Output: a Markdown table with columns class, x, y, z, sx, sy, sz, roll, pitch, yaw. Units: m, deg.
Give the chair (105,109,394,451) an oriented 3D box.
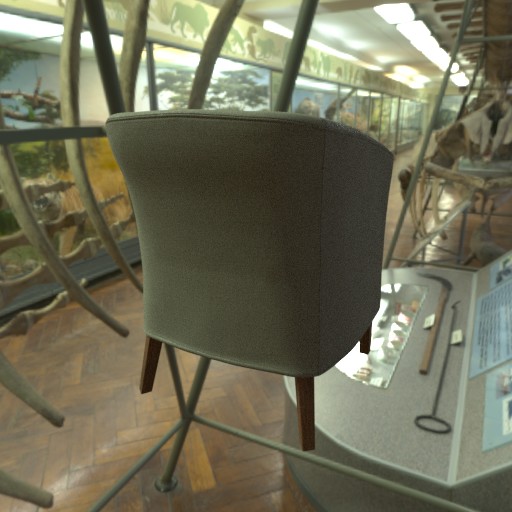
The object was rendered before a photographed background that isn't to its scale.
| class | x | y | z | sx | sy | sz | roll | pitch | yaw |
| --- | --- | --- | --- | --- | --- | --- | --- | --- | --- |
| chair | 0.000 | 0.000 | 1.245 | 0.600 | 0.771 | 0.668 | 9 | 19 | 26 |
